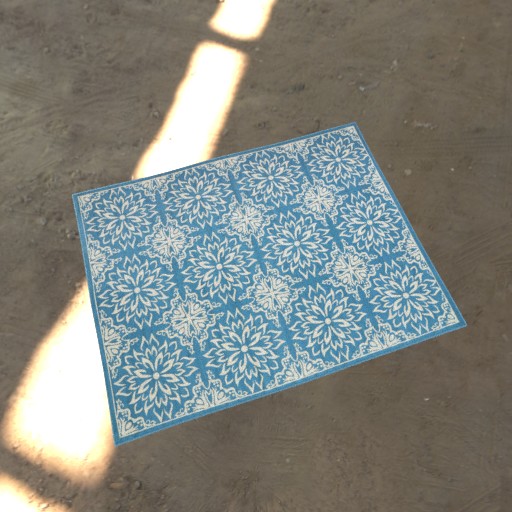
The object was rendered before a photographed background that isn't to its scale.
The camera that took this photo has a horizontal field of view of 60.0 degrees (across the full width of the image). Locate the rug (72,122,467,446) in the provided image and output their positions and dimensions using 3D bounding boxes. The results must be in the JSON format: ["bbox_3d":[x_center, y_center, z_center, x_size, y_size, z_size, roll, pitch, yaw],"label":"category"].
[{"bbox_3d":[0.000,0.000,3.976,2.964,0.018,2.350,-16,65,-8],"label":"rug"}]
